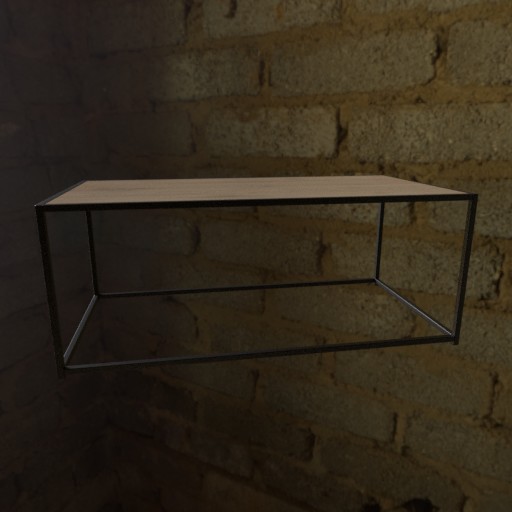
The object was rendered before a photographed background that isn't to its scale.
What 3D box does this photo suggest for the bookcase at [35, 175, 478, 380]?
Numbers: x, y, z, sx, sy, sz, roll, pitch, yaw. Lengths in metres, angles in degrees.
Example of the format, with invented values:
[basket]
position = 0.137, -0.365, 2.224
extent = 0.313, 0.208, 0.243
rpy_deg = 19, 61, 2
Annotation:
[bookcase]
position = 0.000, 0.000, 1.272
extent = 1.000, 0.400, 0.500
rpy_deg = -3, 16, -10
